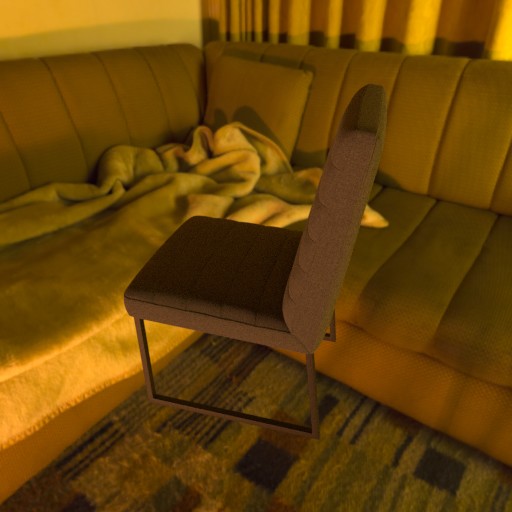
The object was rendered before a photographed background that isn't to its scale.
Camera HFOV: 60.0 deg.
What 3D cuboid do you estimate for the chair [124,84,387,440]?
[{"bbox_3d":[0.000,0.000,1.328,0.634,0.930,0.520,8,32,13],"label":"chair"}]
